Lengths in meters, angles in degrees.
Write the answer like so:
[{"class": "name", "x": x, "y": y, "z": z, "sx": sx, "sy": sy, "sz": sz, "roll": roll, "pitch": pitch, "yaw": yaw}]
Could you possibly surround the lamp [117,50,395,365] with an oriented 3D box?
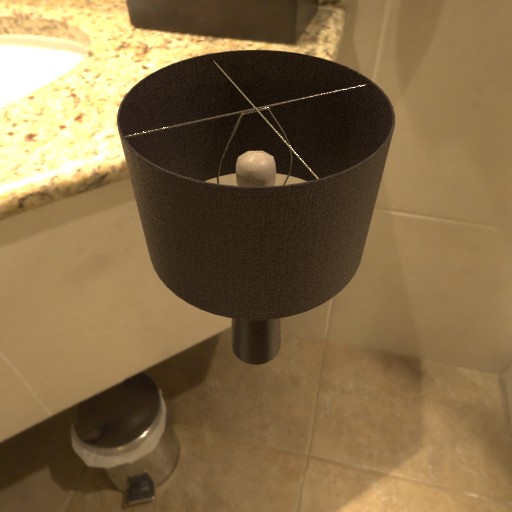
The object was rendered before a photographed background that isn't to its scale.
[{"class": "lamp", "x": 0.000, "y": 0.000, "z": 0.668, "sx": 0.303, "sy": 0.488, "sz": 0.303, "roll": 0, "pitch": 46, "yaw": 0}]
